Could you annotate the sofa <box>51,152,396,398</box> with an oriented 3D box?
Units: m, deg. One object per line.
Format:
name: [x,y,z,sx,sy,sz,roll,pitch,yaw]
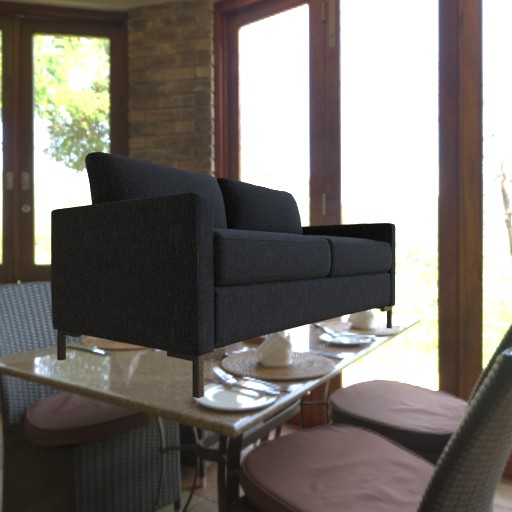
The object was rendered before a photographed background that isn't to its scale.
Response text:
sofa: [0.000,0.000,2.237,0.866,0.862,1.716,0,0,37]
